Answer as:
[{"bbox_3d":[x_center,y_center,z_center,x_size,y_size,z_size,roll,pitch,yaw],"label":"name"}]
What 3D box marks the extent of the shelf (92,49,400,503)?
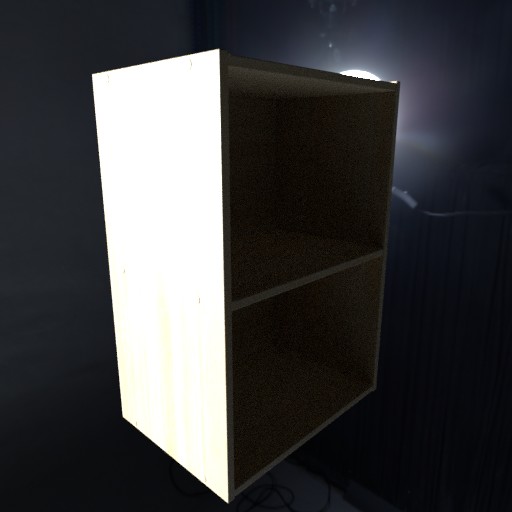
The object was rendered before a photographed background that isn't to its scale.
[{"bbox_3d":[0.000,0.000,0.789,0.290,0.592,0.414,14,21,42],"label":"shelf"}]
